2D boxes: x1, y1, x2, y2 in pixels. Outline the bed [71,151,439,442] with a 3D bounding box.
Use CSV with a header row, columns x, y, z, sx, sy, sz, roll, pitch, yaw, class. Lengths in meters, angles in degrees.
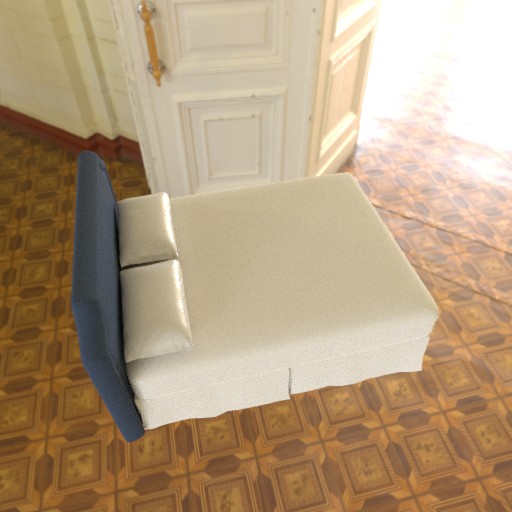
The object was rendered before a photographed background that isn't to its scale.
x,y,z,sx,sy,sz,roll,pitch,yaw,class
0.000,0.000,3.312,2.260,1.297,1.831,-10,48,-9,bed
